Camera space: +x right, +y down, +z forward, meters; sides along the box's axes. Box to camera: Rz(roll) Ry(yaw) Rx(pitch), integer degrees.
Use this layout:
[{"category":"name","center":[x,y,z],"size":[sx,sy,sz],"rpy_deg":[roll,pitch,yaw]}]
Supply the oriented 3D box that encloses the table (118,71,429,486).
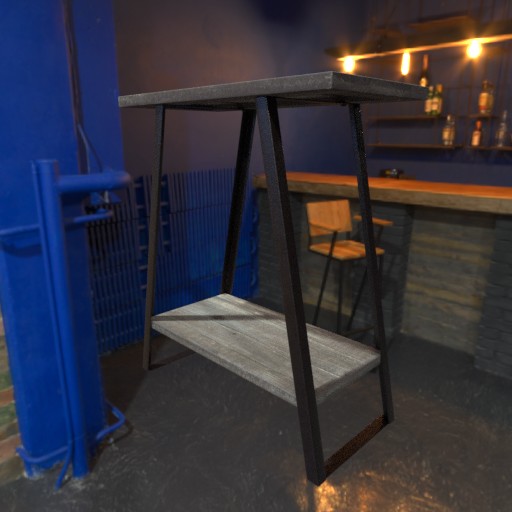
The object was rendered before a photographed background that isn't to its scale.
[{"category":"table","center":[0.000,0.000,1.008],"size":[0.300,0.701,0.599],"rpy_deg":[-15,21,-43]}]
